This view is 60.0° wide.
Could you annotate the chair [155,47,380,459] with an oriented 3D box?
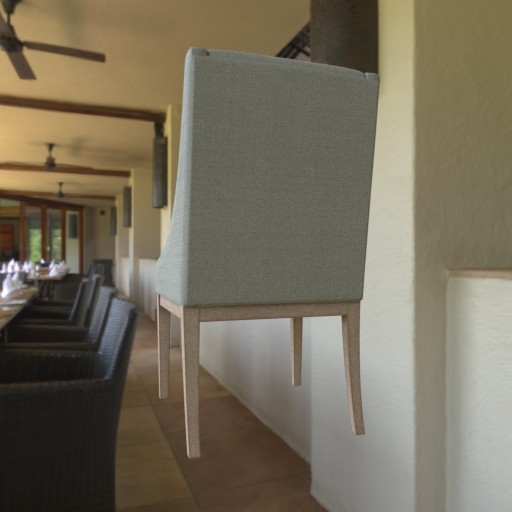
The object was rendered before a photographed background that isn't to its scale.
[{"bbox_3d":[0.000,0.000,1.417,0.575,1.021,0.611,0,0,-18],"label":"chair"}]
